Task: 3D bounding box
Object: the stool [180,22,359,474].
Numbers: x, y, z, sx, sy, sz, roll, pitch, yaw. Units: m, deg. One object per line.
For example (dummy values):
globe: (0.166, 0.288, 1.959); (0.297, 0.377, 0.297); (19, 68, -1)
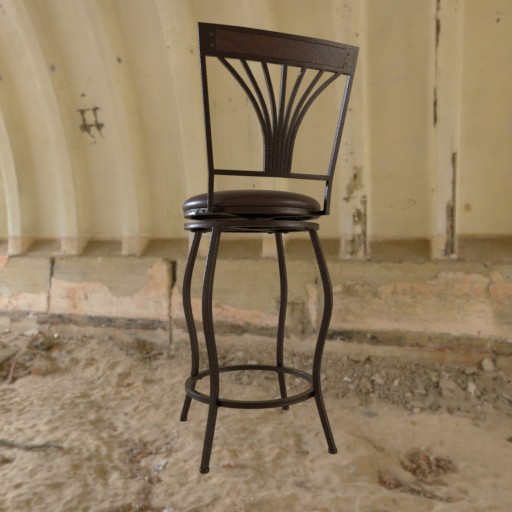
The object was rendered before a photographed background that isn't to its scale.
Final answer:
stool: (0.000, 0.000, 1.334); (0.433, 1.117, 0.514); (0, 0, -18)
